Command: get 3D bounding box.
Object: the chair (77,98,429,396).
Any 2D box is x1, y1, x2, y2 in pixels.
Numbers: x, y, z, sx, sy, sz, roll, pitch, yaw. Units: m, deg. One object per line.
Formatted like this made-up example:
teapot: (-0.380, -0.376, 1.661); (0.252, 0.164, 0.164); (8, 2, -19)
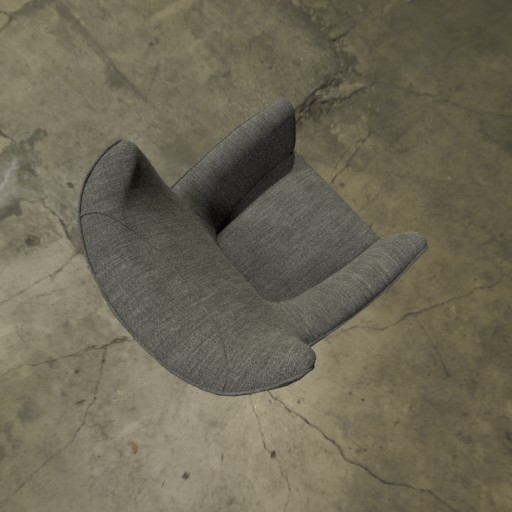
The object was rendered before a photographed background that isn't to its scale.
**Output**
chair: (0.000, 0.000, 1.569); (0.888, 0.933, 0.781); (-39, 78, -10)
